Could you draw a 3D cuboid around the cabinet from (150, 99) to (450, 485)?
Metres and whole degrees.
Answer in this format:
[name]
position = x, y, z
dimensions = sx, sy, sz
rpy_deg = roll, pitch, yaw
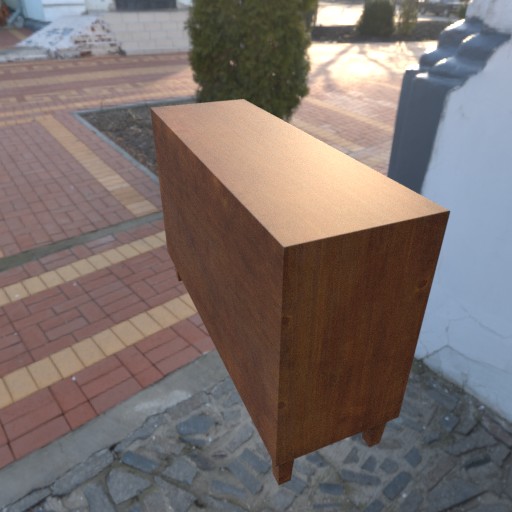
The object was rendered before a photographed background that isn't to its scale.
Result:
[cabinet]
position = 0.000, 0.000, 1.569
dimensions = 0.403, 0.805, 1.204
rpy_deg = -13, 33, -20
